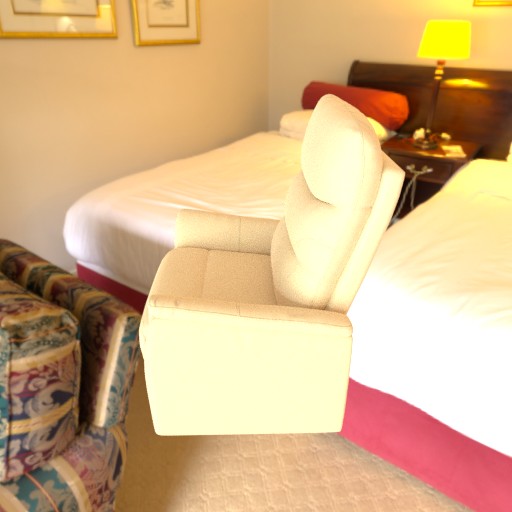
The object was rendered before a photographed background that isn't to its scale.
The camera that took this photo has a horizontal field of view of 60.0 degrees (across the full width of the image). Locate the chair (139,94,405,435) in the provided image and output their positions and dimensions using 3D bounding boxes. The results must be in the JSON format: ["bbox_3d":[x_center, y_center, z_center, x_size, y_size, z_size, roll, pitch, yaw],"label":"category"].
[{"bbox_3d":[0.000,0.000,1.652,0.831,1.082,0.775,-1,28,-1],"label":"chair"}]
